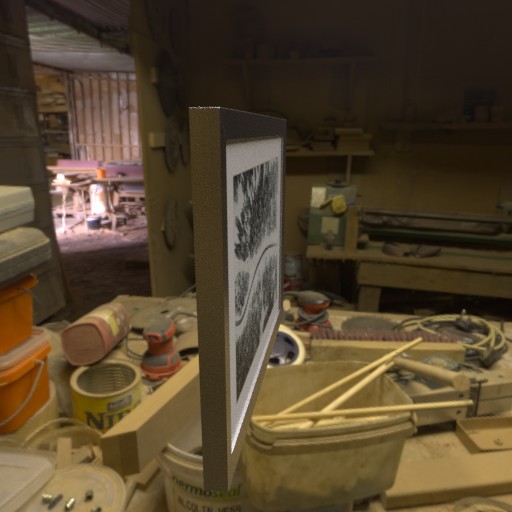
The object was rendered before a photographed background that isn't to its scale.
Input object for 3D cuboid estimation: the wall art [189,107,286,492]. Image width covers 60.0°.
[{"bbox_3d":[0.000,0.000,0.756,0.032,0.456,0.557,3,16,10],"label":"wall art"}]
